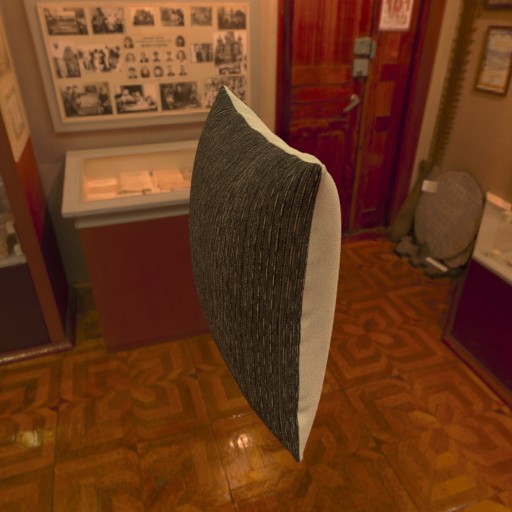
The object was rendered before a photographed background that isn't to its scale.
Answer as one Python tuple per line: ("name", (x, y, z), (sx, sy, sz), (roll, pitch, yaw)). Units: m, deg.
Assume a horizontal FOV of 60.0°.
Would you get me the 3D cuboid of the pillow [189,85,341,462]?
("pillow", (0.000, 0.000, 0.688), (0.196, 0.434, 0.433), (-8, 32, -14))
